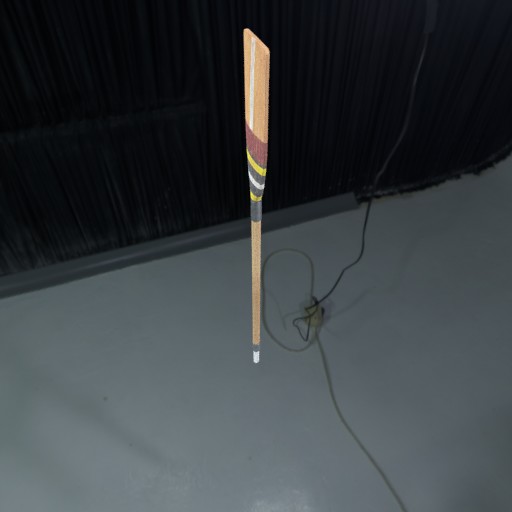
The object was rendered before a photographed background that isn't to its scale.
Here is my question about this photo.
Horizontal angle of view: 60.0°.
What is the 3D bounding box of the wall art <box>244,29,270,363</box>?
[{"bbox_3d":[0.000,0.000,1.640,0.038,1.556,0.146,-17,50,-14],"label":"wall art"}]
